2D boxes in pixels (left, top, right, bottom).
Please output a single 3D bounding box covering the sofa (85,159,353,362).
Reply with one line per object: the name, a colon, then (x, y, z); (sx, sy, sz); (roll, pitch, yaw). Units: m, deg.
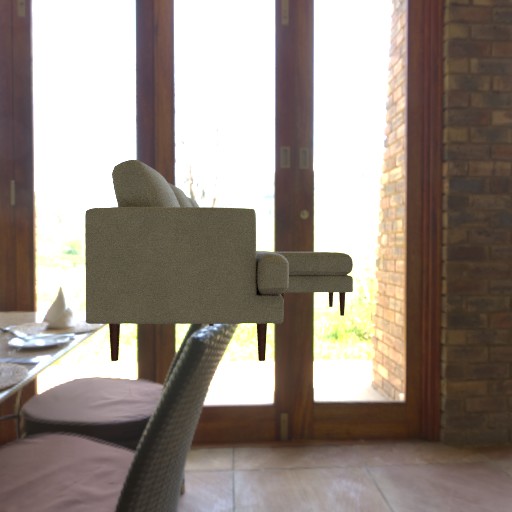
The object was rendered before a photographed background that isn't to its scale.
sofa: (0.000, 0.000, 3.039); (1.504, 0.956, 2.233); (0, 1, 0)
